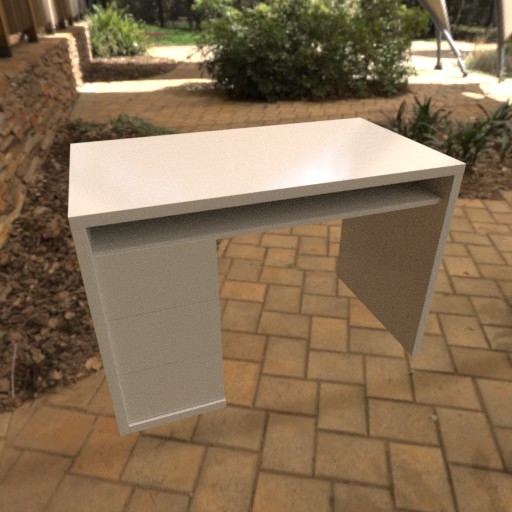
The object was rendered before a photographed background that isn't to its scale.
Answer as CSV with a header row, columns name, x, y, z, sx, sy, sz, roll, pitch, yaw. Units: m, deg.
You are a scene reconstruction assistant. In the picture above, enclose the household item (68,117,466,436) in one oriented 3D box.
name,x,y,z,sx,sy,sz,roll,pitch,yaw
household item,0.000,0.000,1.579,1.100,0.749,0.597,-10,32,-17
